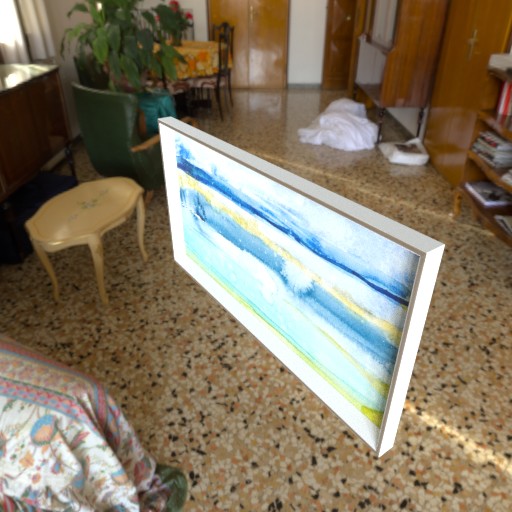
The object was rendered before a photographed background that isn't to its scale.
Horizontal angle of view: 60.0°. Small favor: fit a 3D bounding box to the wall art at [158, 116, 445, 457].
[{"bbox_3d":[0.000,0.000,0.975,0.038,0.431,0.812,-21,37,-30],"label":"wall art"}]
